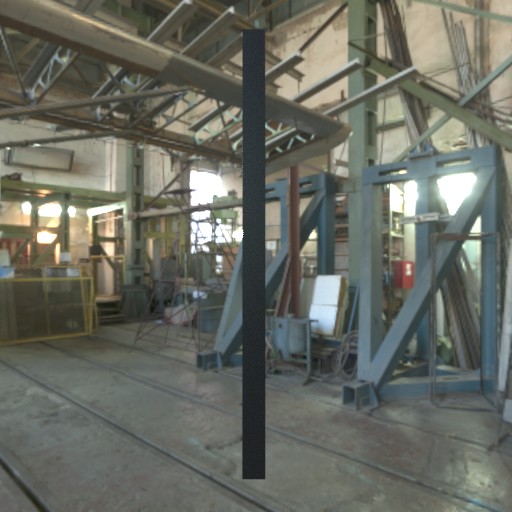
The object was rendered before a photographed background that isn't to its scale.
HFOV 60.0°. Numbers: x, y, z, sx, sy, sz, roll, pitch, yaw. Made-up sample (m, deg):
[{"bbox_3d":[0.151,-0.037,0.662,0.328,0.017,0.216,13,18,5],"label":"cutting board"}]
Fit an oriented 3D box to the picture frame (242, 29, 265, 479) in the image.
[{"bbox_3d":[0.000,0.000,0.828,0.029,0.557,0.559,0,-1,1],"label":"picture frame"}]
